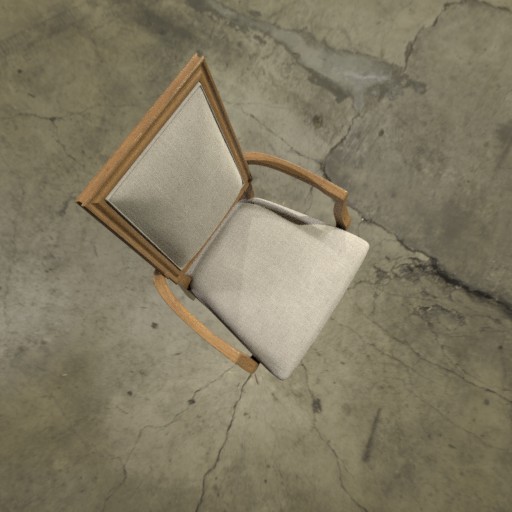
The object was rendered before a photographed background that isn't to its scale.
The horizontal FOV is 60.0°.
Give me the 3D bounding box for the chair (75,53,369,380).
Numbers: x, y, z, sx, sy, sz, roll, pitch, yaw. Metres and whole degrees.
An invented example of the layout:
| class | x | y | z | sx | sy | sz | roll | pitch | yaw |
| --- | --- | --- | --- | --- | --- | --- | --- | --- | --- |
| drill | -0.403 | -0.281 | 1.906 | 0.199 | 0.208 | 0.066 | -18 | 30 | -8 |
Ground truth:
| class | x | y | z | sx | sy | sz | roll | pitch | yaw |
| --- | --- | --- | --- | --- | --- | --- | --- | --- | --- |
| chair | 0.000 | 0.000 | 1.368 | 0.602 | 0.990 | 0.606 | 33 | 78 | 8 |
